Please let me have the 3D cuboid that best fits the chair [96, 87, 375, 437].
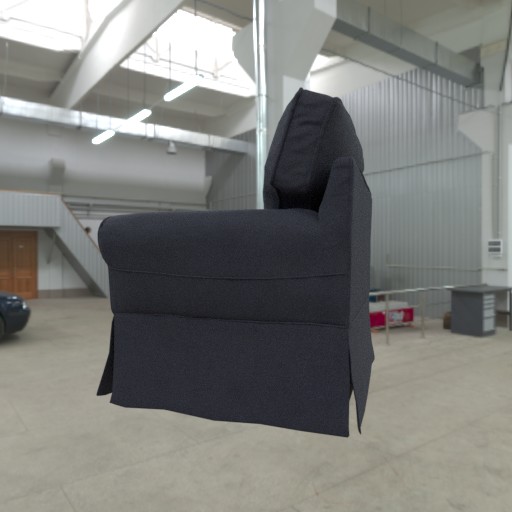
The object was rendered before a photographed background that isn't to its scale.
[{"bbox_3d":[0.000,0.000,1.991,1.002,1.140,1.119,0,1,18],"label":"chair"}]
